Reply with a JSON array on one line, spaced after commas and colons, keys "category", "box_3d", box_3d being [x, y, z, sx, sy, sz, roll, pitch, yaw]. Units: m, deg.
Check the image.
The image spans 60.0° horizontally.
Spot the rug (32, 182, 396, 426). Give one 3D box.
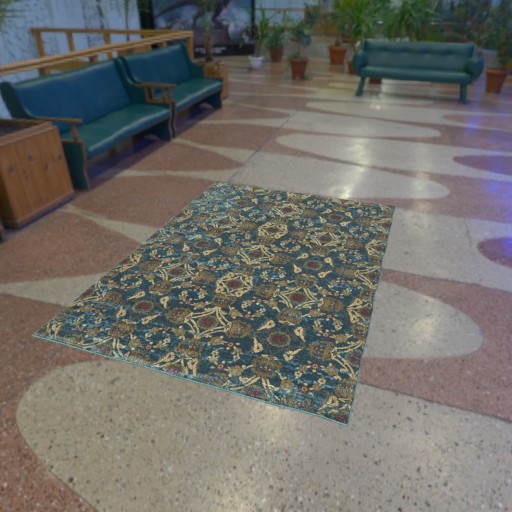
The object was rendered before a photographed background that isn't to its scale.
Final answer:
[{"category": "rug", "box_3d": [0.000, 0.000, 2.860, 1.567, 0.014, 2.207, 10, 32, 17]}]
